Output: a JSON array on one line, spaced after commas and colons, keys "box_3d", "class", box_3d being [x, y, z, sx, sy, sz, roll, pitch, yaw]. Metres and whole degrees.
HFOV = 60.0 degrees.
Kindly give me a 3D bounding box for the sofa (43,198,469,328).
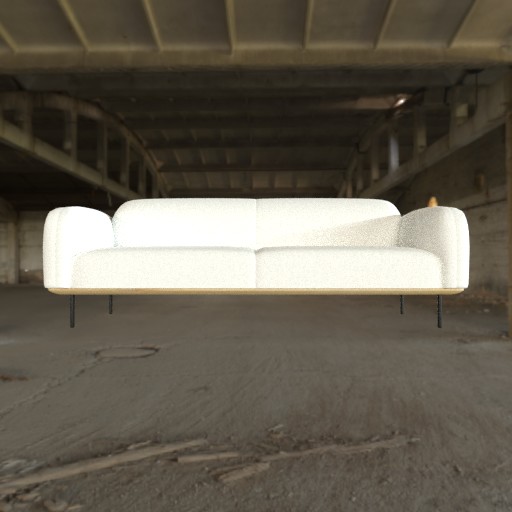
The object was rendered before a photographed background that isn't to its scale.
[{"box_3d": [0.000, 0.000, 2.702, 2.280, 0.780, 0.870, 0, -1, 0], "class": "sofa"}]
